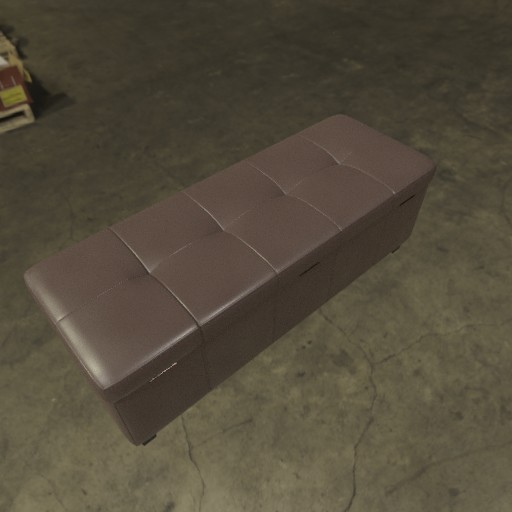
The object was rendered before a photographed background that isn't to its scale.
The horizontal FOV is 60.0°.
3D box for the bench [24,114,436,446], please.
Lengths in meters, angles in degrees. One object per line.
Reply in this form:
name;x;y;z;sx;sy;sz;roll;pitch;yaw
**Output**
bench;0.000;0.000;1.418;1.219;0.417;0.450;-32;55;-27
